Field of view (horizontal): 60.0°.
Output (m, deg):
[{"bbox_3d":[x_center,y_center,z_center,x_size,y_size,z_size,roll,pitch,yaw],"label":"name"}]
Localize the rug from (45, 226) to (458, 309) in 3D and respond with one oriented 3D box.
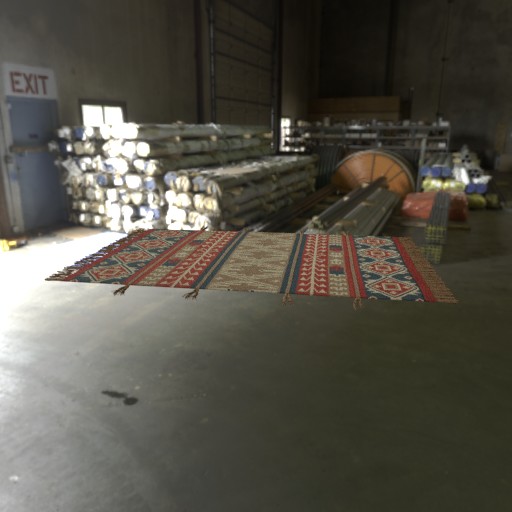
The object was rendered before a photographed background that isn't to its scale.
[{"bbox_3d":[0.000,0.000,3.248,2.450,0.048,1.778,3,16,9],"label":"rug"}]
